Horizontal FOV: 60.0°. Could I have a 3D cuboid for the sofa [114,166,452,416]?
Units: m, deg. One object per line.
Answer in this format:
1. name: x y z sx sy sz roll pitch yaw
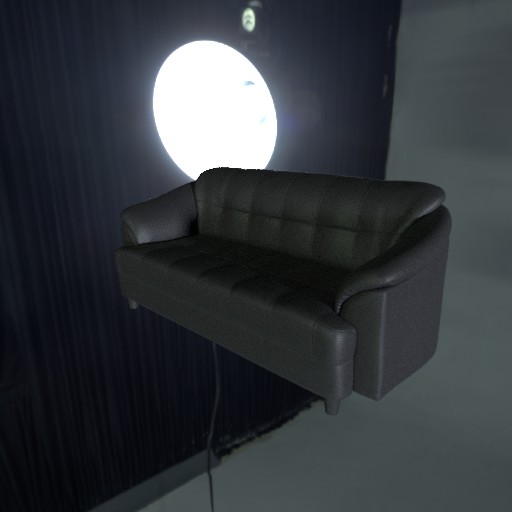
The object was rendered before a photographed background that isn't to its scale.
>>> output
1. sofa: 0.000 0.000 2.277 0.800 0.811 1.829 -14 21 -42
